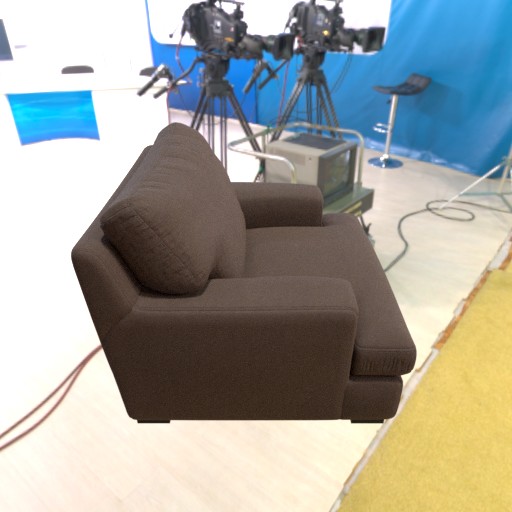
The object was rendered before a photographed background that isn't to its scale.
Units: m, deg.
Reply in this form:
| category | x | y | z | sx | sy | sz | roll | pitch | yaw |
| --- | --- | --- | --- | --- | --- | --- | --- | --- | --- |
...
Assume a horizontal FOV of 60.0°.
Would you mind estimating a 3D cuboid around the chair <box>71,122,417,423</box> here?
| category | x | y | z | sx | sy | sz | roll | pitch | yaw |
| --- | --- | --- | --- | --- | --- | --- | --- | --- | --- |
| chair | 0.000 | 0.000 | 1.964 | 1.143 | 0.940 | 1.168 | 0 | 31 | 0 |
